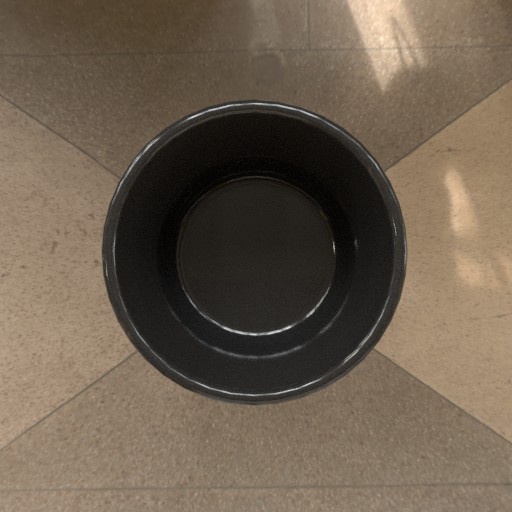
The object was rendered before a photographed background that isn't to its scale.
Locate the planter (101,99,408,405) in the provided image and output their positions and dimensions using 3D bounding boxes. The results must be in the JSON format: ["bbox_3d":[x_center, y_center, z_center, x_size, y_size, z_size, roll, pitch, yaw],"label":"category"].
[{"bbox_3d":[0.000,0.000,0.273,0.129,0.177,0.129,0,89,1],"label":"planter"}]
